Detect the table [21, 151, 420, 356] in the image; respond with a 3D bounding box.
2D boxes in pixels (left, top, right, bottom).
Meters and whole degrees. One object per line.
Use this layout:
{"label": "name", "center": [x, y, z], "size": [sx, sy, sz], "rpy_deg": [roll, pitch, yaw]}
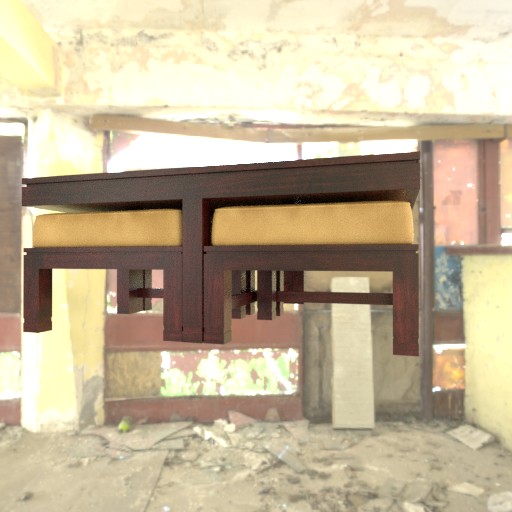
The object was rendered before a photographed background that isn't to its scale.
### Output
{"label": "table", "center": [0.000, 0.000, 1.307], "size": [0.865, 0.356, 0.865], "rpy_deg": [0, 0, 17]}
